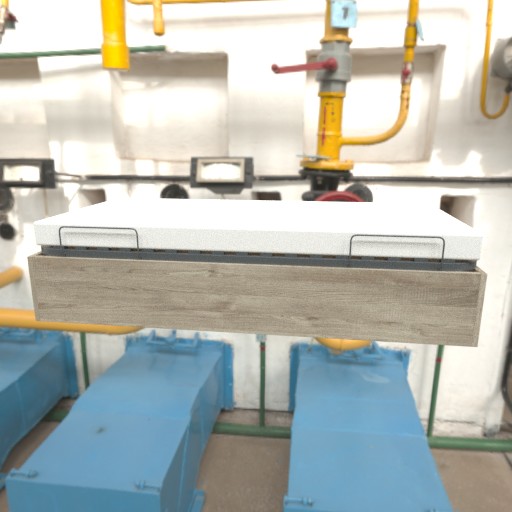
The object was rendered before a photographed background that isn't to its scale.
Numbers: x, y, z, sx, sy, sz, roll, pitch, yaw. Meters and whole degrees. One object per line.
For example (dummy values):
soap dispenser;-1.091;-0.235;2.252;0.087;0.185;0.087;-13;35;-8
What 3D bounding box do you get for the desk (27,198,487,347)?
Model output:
desk;0.000;0.000;2.250;1.900;0.455;0.900;2;15;8
